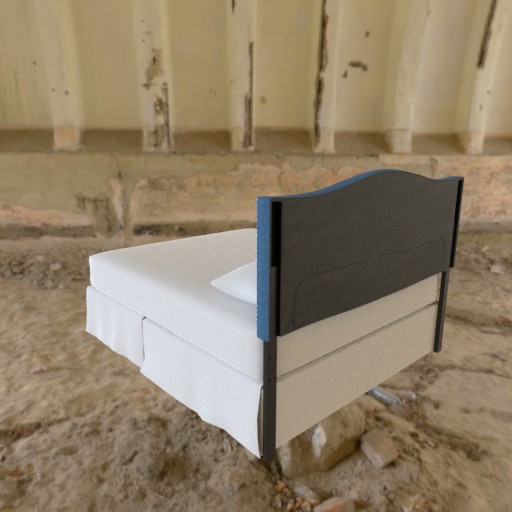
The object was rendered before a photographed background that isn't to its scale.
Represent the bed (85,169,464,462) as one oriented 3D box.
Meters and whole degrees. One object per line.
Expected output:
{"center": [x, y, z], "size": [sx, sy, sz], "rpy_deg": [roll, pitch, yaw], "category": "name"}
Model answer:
{"center": [0.000, 0.000, 2.855], "size": [1.610, 1.169, 1.872], "rpy_deg": [-12, 19, -41], "category": "bed"}
